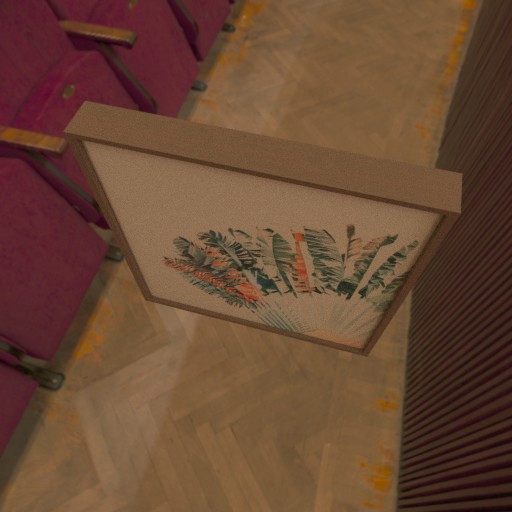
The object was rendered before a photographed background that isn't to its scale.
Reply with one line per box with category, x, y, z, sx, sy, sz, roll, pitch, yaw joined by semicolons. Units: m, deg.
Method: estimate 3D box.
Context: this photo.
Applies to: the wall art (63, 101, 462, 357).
wall art;0.000;0.000;0.467;0.304;0.303;0.038;13;59;8
